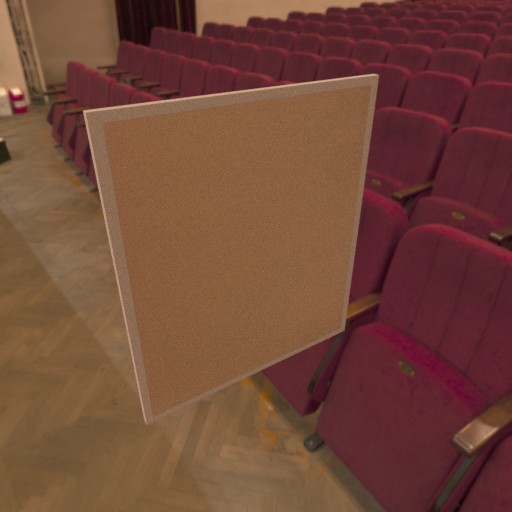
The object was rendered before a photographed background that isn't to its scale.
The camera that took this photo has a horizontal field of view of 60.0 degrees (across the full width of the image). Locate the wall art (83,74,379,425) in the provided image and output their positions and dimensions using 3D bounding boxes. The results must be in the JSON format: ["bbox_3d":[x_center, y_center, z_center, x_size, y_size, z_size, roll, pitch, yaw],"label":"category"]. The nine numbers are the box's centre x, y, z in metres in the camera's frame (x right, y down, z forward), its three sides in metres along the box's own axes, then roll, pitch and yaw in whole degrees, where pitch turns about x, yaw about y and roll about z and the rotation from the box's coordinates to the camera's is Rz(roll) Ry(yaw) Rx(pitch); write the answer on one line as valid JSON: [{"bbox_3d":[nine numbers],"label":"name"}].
[{"bbox_3d":[0.000,0.000,0.778,0.482,0.557,0.012,-18,36,-28],"label":"wall art"}]
